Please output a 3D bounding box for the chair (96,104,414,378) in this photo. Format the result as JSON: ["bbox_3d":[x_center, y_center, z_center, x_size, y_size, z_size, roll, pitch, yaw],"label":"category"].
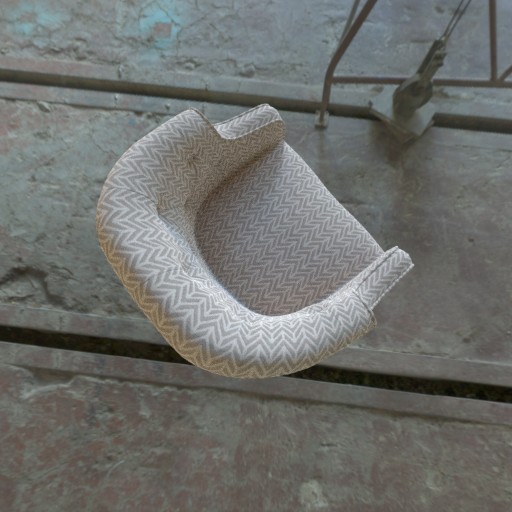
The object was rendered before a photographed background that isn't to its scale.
[{"bbox_3d":[0.000,0.000,1.298,0.613,0.858,0.686,-38,79,-9],"label":"chair"}]
